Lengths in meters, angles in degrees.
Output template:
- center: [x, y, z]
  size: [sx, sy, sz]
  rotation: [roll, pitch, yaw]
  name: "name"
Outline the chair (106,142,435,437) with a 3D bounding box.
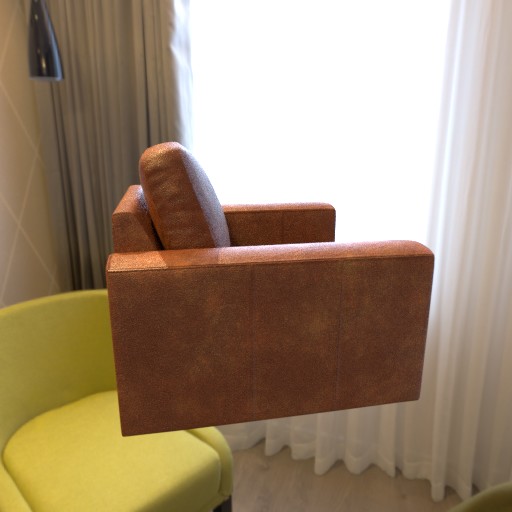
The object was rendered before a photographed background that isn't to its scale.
- center: [0.000, 0.000, 1.769]
  size: [1.016, 0.873, 1.005]
  rotation: [-3, 16, -11]
  name: "chair"
